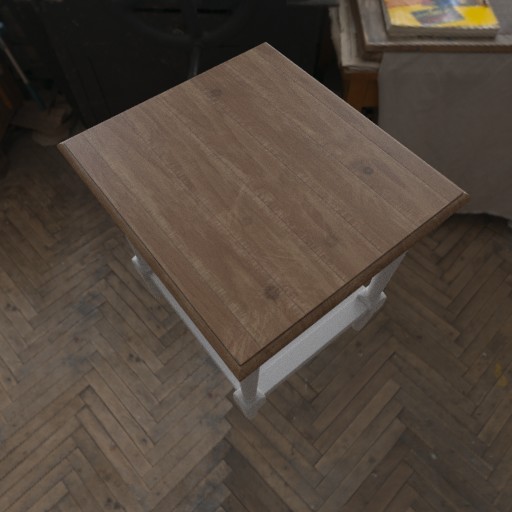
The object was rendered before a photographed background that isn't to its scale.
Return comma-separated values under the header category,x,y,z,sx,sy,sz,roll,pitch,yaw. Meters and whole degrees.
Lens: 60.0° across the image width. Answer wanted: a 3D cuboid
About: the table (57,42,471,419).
category,x,y,z,sx,sy,sz,roll,pitch,yaw
table,0.000,0.000,0.951,0.457,0.561,0.508,-34,65,-19
